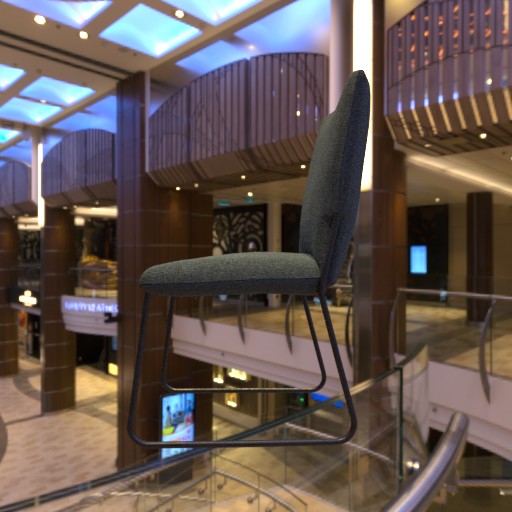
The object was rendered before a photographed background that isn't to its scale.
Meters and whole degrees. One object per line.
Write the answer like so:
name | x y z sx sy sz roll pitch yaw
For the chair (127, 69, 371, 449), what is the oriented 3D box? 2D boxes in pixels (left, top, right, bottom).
chair | 0.000 0.000 1.293 0.635 0.931 0.480 0 0 -1
